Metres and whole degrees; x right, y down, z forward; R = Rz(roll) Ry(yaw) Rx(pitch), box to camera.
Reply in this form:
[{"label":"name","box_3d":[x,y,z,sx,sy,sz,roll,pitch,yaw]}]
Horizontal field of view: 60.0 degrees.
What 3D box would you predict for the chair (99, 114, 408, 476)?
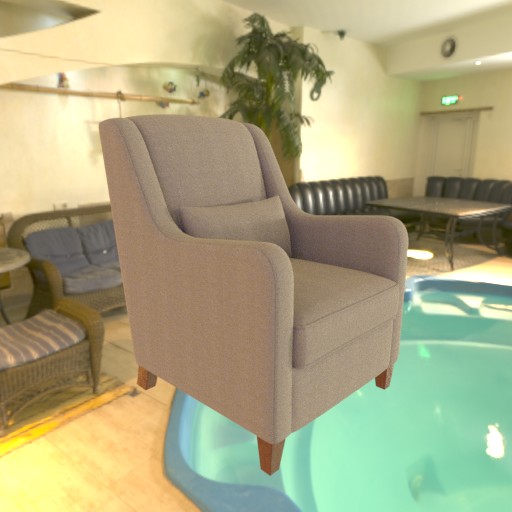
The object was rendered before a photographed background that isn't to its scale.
[{"label":"chair","box_3d":[0.000,0.000,1.620,0.890,1.017,0.715,14,20,43]}]
